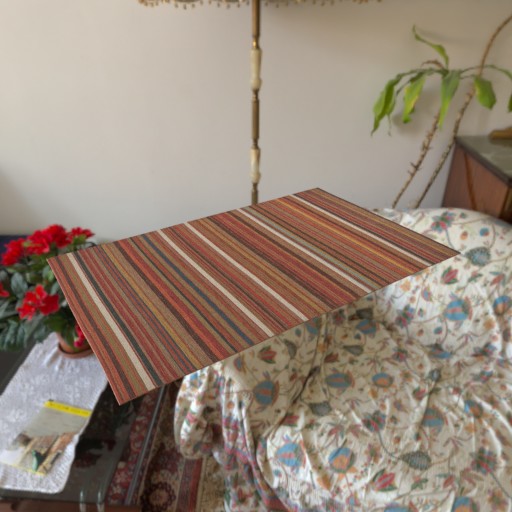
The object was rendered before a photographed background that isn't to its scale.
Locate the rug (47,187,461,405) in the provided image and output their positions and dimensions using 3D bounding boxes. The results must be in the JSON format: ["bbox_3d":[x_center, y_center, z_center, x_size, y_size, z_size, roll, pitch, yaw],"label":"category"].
[{"bbox_3d":[0.000,0.000,3.066,2.438,0.008,1.523,-18,35,-29],"label":"rug"}]
